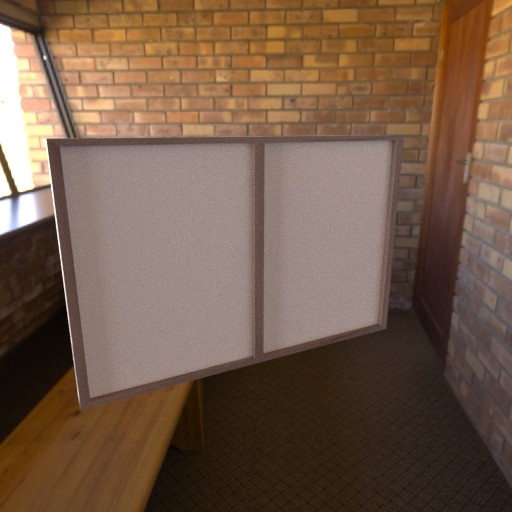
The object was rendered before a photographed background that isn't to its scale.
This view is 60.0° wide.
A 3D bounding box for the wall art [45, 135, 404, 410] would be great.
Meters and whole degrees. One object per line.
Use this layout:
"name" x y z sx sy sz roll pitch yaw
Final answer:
"wall art" 0.000 0.000 1.146 0.919 0.598 0.038 -8 18 -26
